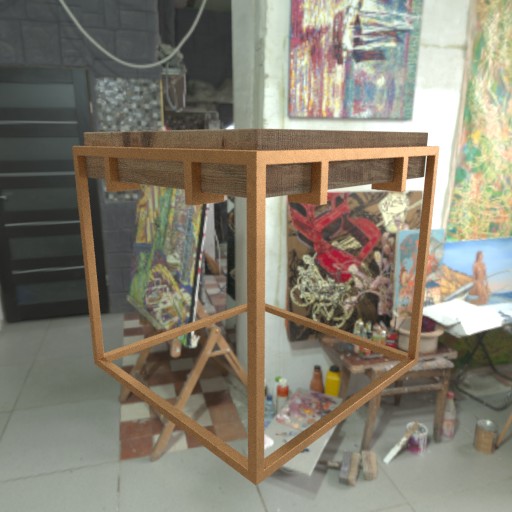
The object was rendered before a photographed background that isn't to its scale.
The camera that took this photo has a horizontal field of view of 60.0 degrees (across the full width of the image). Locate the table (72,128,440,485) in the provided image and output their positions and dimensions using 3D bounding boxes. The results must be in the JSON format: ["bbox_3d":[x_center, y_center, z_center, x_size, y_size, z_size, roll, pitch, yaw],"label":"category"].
[{"bbox_3d":[0.000,0.000,1.088,0.599,0.584,0.599,14,20,43],"label":"table"}]
